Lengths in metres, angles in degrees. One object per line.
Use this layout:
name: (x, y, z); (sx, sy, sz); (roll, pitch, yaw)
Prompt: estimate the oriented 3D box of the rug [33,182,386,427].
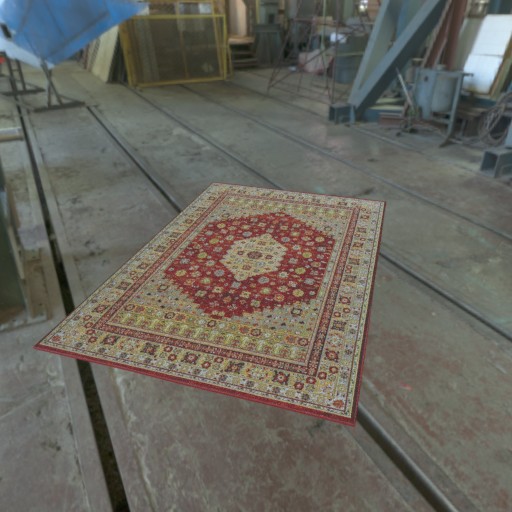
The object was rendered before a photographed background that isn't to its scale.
rug: (0.000, 0.000, 2.253); (1.194, 0.013, 1.802); (9, 31, 15)
